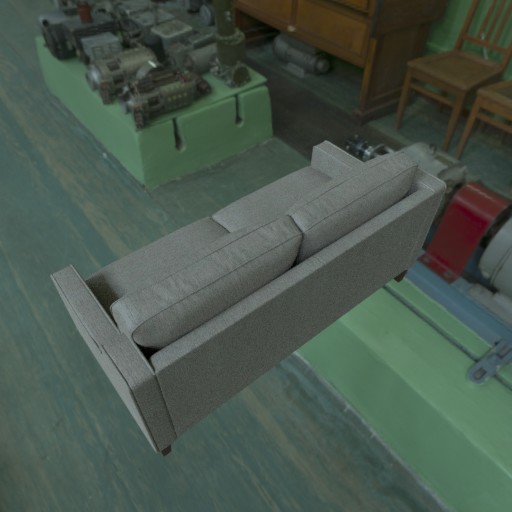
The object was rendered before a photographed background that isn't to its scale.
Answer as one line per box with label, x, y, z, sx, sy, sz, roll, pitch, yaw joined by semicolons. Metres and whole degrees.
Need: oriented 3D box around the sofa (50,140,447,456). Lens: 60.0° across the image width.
sofa;0.000;0.000;2.800;2.181;1.074;1.073;-31;54;-26
